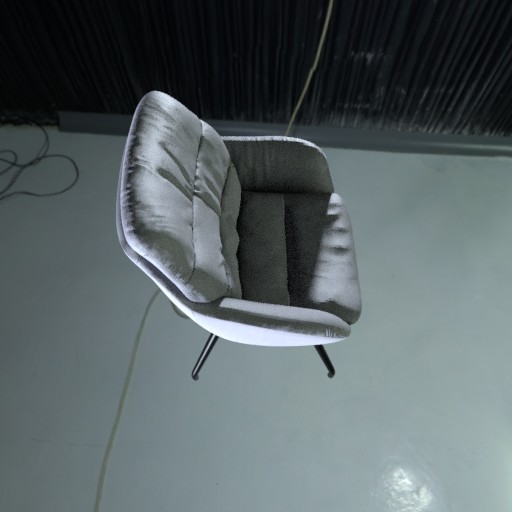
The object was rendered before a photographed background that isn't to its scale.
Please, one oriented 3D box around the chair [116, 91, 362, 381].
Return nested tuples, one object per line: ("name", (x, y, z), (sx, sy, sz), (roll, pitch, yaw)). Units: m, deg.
("chair", (0.000, 0.000, 1.255), (0.569, 0.888, 0.579), (-1, 62, 0))
